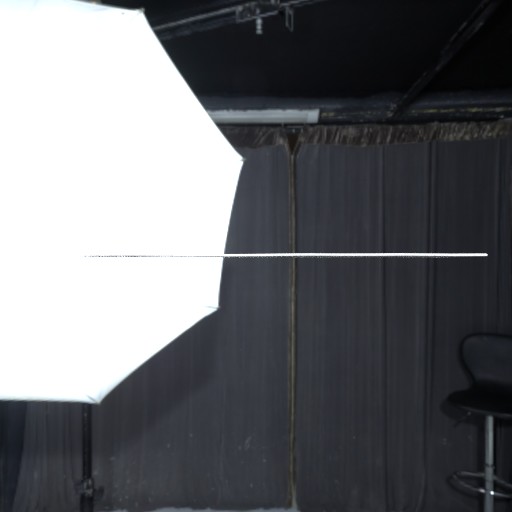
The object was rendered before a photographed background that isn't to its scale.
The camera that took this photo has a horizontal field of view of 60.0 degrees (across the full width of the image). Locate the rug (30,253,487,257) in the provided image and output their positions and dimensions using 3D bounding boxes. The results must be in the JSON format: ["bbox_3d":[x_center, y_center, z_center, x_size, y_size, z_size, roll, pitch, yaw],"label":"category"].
[{"bbox_3d":[0.000,0.000,2.419,2.182,0.015,0.645,0,-1,2],"label":"rug"}]
